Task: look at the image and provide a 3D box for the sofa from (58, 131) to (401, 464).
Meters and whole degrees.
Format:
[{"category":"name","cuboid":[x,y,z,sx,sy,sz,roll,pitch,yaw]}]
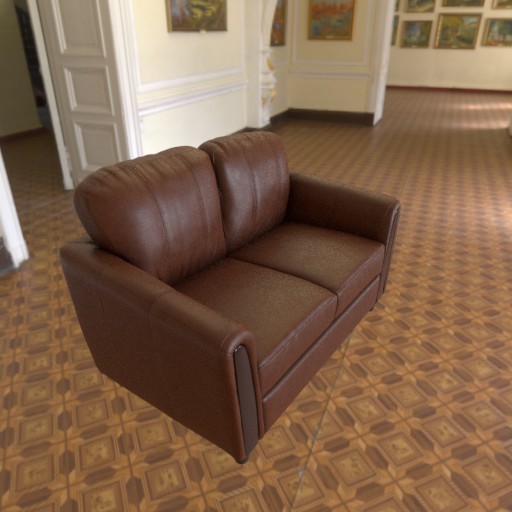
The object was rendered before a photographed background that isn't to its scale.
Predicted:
[{"category":"sofa","cuboid":[0.000,0.000,1.926,0.805,0.906,1.406,18,32,31]}]
